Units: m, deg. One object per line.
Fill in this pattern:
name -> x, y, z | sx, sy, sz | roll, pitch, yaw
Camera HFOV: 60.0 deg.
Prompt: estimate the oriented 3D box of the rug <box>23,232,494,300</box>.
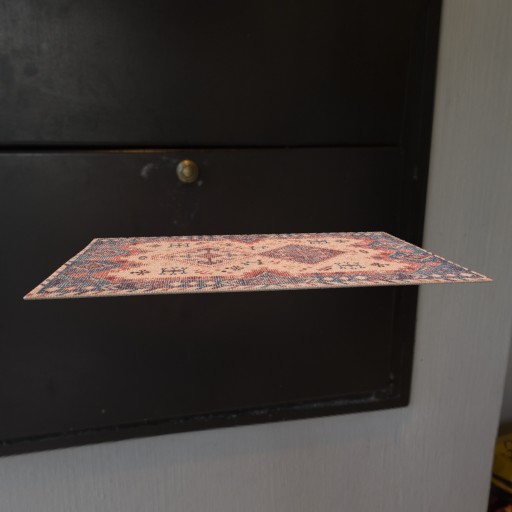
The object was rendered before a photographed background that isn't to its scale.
rug -> 0.000, 0.000, 3.022 | 2.464, 0.023, 1.521 | -2, 13, -7
